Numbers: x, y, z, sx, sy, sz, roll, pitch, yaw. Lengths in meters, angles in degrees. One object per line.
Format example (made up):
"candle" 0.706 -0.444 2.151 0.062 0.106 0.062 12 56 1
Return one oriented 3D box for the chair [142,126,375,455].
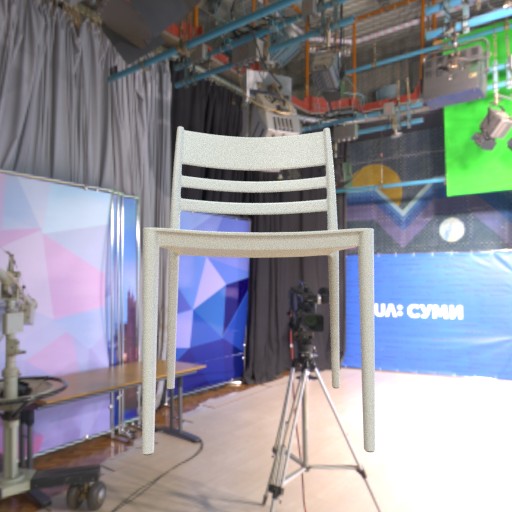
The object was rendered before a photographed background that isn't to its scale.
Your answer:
"chair" 0.000 0.000 1.144 0.531 0.800 0.511 0 -2 -2
